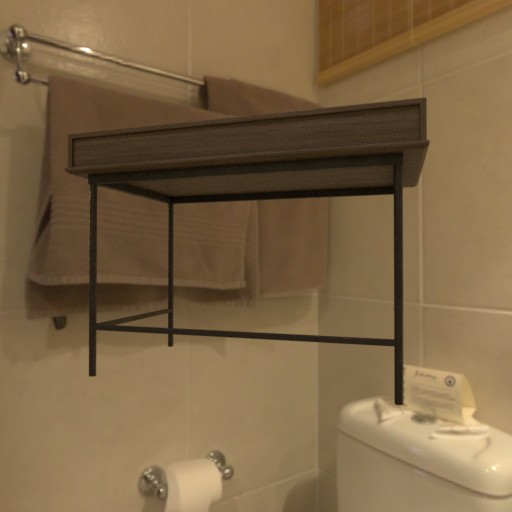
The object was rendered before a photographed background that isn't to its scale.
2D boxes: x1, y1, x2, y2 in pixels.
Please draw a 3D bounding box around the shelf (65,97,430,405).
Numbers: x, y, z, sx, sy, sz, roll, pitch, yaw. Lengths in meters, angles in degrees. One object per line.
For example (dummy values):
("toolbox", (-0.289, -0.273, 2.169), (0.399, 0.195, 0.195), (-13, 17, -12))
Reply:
("shelf", (0.000, 0.000, 1.719), (1.212, 0.865, 0.685), (0, -1, 17))
